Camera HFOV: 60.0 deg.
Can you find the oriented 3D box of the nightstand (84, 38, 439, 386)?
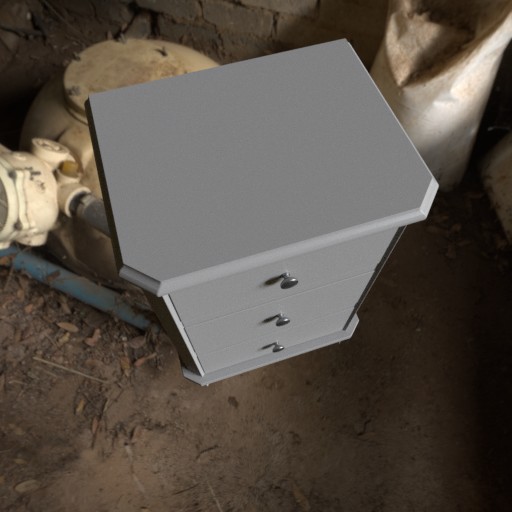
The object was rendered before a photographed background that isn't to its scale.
[{"bbox_3d":[0.000,0.000,0.933,0.450,0.680,0.350,-16,64,-8],"label":"nightstand"}]
